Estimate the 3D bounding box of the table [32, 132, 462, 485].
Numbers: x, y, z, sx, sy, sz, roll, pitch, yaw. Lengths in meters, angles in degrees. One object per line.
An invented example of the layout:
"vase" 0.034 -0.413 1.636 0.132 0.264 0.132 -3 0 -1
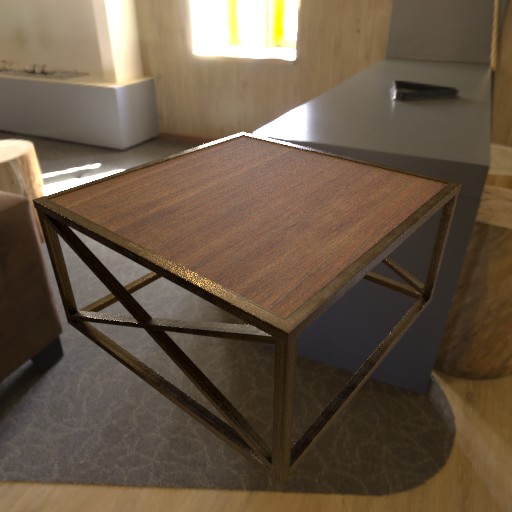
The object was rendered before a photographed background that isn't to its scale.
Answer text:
"table" 0.000 0.000 1.430 0.899 0.451 0.909 23 38 33
